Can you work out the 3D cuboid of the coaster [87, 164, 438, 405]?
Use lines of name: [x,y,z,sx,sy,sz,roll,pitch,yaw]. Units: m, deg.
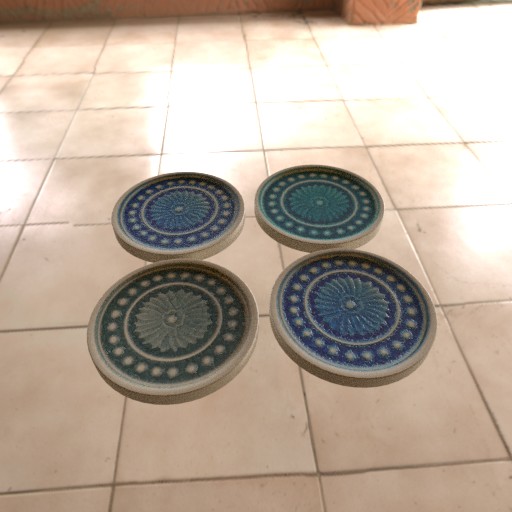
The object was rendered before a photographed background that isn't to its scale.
coaster: [0.000,0.000,0.330,0.224,0.010,0.220,-4,45,-4]
